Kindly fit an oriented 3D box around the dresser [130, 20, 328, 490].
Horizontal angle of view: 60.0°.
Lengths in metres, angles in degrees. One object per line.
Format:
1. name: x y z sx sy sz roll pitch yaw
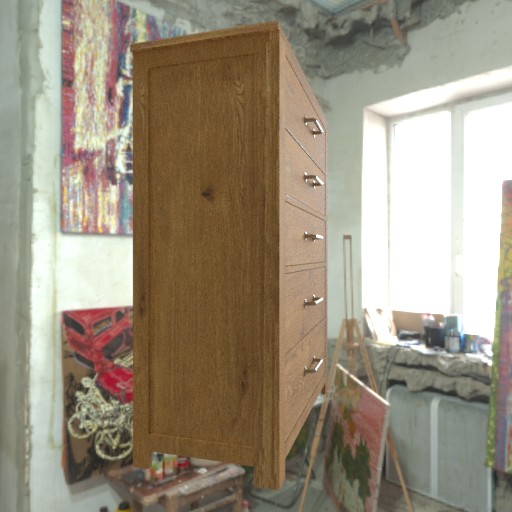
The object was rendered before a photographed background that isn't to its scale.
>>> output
1. dresser: 0.000 0.000 1.925 0.558 1.431 1.081 0 0 17
